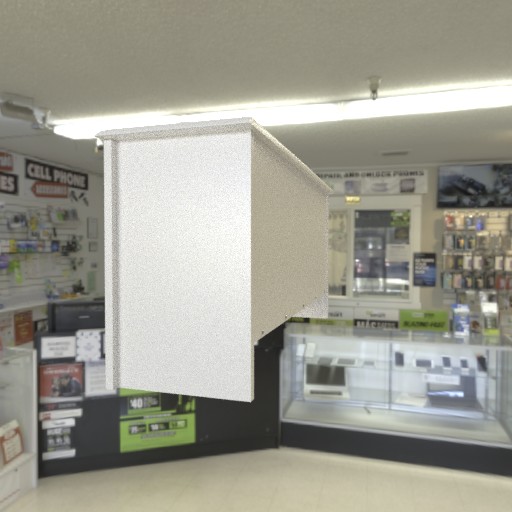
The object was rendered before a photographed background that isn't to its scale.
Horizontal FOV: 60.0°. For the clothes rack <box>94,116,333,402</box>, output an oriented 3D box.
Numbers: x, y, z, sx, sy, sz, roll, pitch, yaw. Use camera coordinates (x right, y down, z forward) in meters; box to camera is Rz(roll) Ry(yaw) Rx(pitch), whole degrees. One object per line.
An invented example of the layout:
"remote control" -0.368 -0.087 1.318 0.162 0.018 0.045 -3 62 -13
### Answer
"clothes rack" 0.000 0.000 1.372 0.324 0.531 1.120 0 1 17
